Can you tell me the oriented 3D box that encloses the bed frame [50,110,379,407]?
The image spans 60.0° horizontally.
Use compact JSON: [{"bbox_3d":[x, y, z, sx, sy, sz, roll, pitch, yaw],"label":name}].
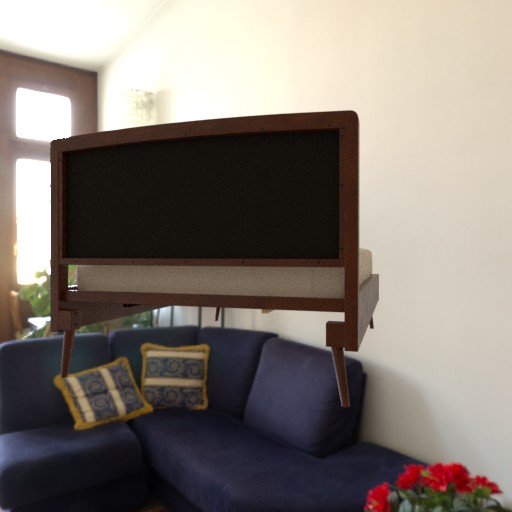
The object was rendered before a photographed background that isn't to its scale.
[{"bbox_3d":[0.000,0.000,3.124,1.587,1.279,2.171,0,0,18],"label":"bed frame"}]
